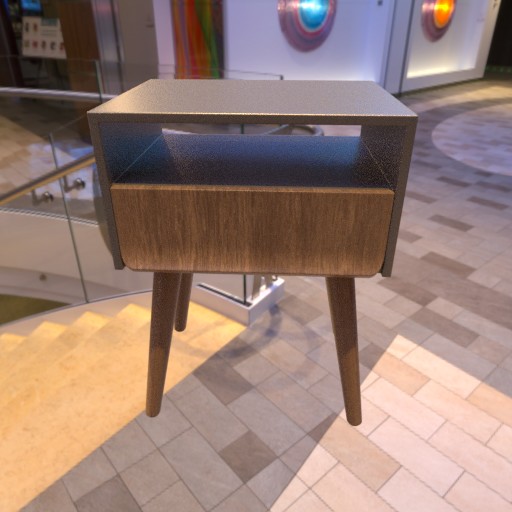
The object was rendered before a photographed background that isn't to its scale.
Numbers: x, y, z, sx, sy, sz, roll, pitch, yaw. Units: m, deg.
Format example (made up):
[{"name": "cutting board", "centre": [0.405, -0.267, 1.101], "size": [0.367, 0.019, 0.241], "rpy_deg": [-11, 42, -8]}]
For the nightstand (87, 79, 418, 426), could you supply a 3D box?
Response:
[{"name": "nightstand", "centre": [0.000, 0.000, 0.731], "size": [0.370, 0.508, 0.288], "rpy_deg": [1, 29, 3]}]
